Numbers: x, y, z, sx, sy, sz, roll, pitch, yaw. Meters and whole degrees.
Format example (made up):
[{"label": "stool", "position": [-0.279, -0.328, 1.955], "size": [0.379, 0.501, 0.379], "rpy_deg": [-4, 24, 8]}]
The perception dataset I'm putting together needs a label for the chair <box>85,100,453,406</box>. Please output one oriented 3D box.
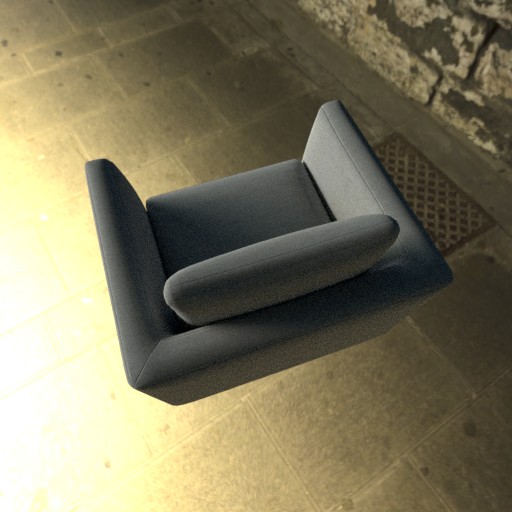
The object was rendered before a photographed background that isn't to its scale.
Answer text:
[{"label": "chair", "position": [0.000, 0.000, 1.707], "size": [1.041, 0.864, 0.889], "rpy_deg": [-17, 61, -10]}]
